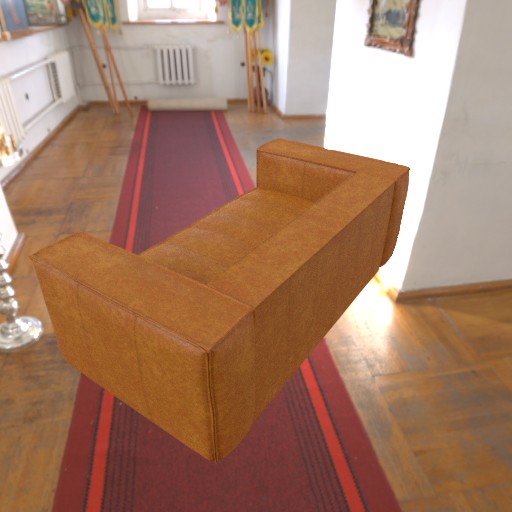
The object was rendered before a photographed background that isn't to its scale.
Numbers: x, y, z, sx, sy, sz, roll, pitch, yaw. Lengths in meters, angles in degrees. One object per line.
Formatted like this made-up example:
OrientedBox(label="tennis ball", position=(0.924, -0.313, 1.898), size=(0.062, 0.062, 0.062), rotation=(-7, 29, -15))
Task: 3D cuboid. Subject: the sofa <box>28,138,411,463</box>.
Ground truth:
OrientedBox(label="sofa", position=(0.000, 0.000, 2.590), size=(1.102, 0.703, 2.088), rotation=(21, 38, 29))
